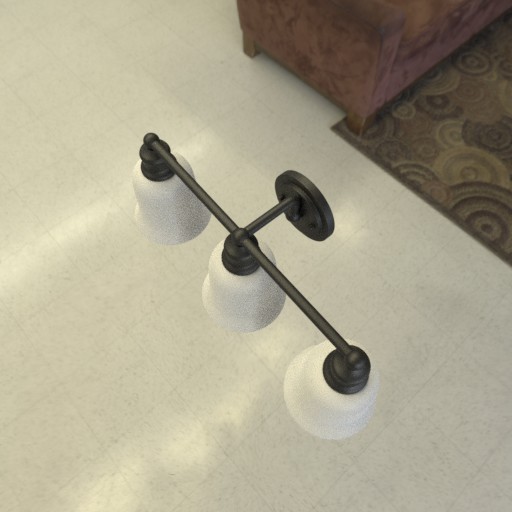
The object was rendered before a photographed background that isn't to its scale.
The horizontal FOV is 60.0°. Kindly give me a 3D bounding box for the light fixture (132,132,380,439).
[{"bbox_3d":[0.000,0.000,0.678,0.198,0.211,0.570,-37,69,-17],"label":"light fixture"}]
